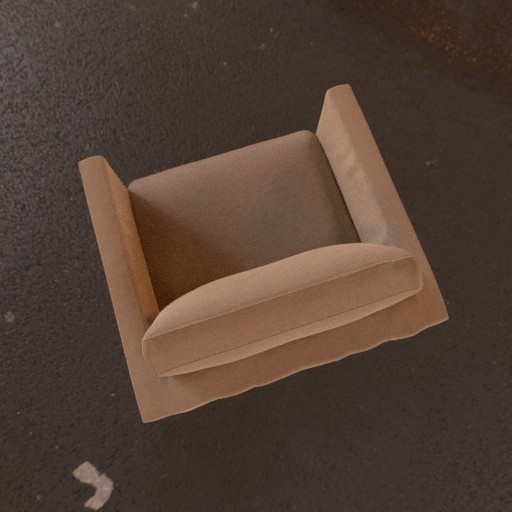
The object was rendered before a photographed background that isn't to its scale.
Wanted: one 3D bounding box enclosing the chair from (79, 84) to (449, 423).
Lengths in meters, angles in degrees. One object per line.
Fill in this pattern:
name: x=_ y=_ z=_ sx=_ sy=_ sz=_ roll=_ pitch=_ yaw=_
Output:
chair: x=0.000 y=0.000 z=1.738 sx=1.057 sy=0.867 sz=0.949 roll=-18 pitch=76 yaw=-5
